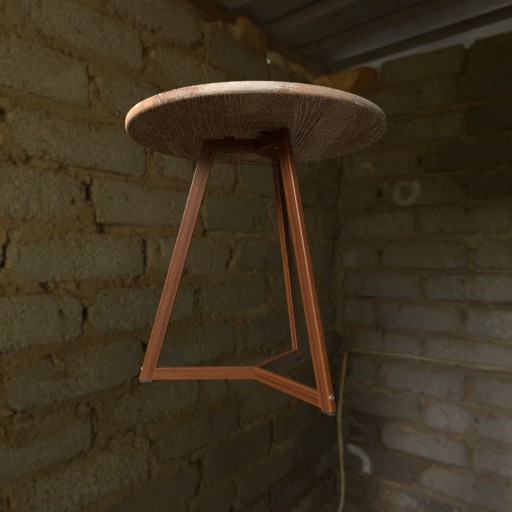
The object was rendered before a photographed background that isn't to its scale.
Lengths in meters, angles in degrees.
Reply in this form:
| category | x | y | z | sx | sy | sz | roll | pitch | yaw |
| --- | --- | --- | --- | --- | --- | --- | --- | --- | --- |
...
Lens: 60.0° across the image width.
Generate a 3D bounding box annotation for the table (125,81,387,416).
| category | x | y | z | sx | sy | sz | roll | pitch | yaw |
| --- | --- | --- | --- | --- | --- | --- | --- | --- | --- |
| table | 0.000 | 0.000 | 0.883 | 0.500 | 0.500 | 0.500 | 0 | 0 | 0 |
